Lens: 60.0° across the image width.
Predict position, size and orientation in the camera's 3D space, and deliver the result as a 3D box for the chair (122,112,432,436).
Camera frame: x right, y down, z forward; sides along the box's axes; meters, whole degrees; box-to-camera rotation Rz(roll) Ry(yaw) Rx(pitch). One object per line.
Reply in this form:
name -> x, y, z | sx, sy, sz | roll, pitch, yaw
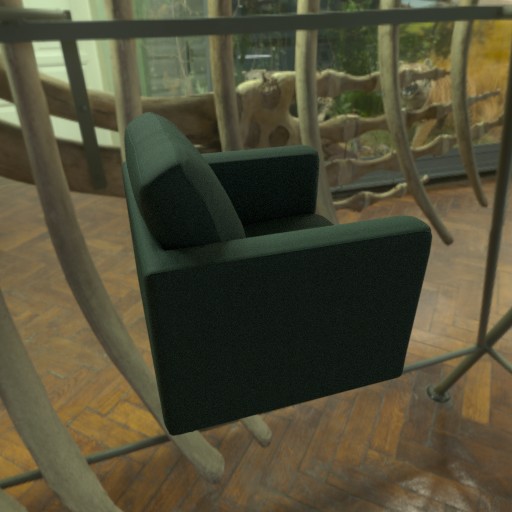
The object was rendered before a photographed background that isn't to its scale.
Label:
chair -> 0.000, 0.000, 1.544 | 0.800, 0.927, 0.855 | -9, 32, -16
